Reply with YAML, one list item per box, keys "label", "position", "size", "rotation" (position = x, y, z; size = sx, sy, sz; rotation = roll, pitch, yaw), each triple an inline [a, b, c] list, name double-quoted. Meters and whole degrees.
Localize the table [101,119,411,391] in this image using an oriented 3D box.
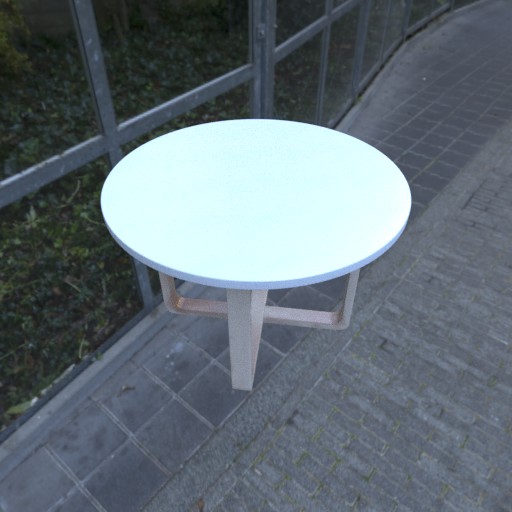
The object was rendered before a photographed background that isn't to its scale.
- label: "table"
  position: [0.000, 0.000, 1.013]
  size: [0.600, 0.400, 0.600]
  rotation: [0, 40, 0]
